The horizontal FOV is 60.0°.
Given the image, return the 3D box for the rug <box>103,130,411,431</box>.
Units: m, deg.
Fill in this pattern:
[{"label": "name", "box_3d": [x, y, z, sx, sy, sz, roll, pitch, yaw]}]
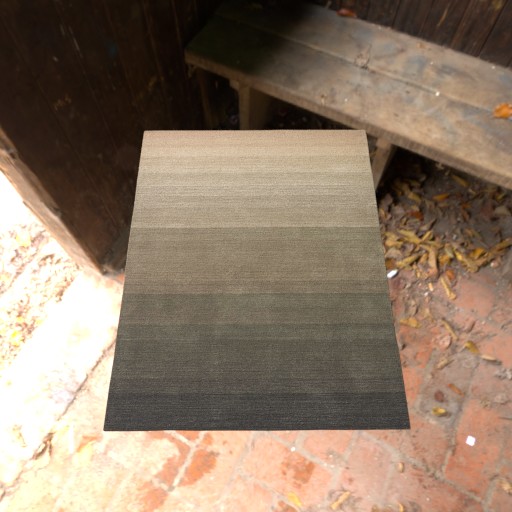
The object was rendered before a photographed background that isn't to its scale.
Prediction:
[{"label": "rug", "box_3d": [0.000, 0.000, 3.979, 2.315, 0.015, 2.932, 0, 64, 0]}]
